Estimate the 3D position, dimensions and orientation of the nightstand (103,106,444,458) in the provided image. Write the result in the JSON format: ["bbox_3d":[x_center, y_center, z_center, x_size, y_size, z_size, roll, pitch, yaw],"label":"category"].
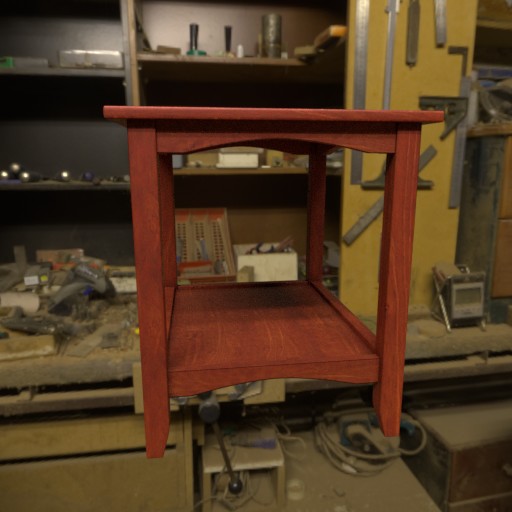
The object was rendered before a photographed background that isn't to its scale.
[{"bbox_3d":[0.000,0.000,0.968,0.501,0.558,0.558,-2,13,-8],"label":"nightstand"}]
